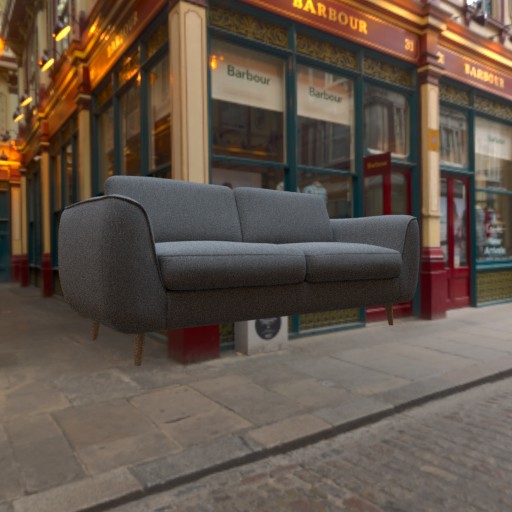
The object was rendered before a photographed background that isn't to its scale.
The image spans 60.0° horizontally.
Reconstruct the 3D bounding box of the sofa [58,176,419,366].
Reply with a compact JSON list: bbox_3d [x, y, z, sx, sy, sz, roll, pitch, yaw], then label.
[{"bbox_3d":[0.000,0.000,2.541,2.000,0.870,0.920,-1,1,-36],"label":"sofa"}]
